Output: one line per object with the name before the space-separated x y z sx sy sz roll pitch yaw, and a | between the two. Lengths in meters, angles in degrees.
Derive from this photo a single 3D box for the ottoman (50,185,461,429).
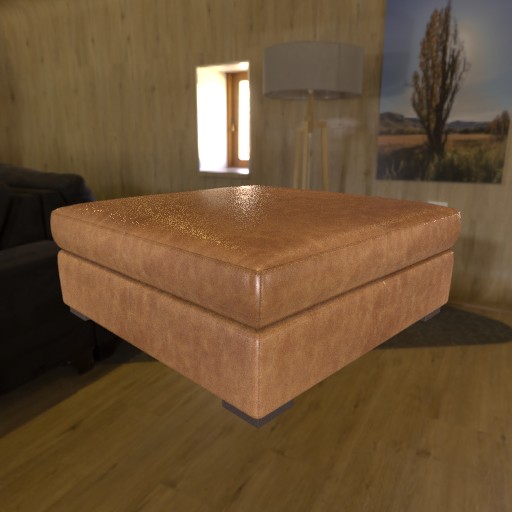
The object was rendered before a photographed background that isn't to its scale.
ottoman | 0.000 0.000 1.796 1.169 0.483 1.168 14 21 43
